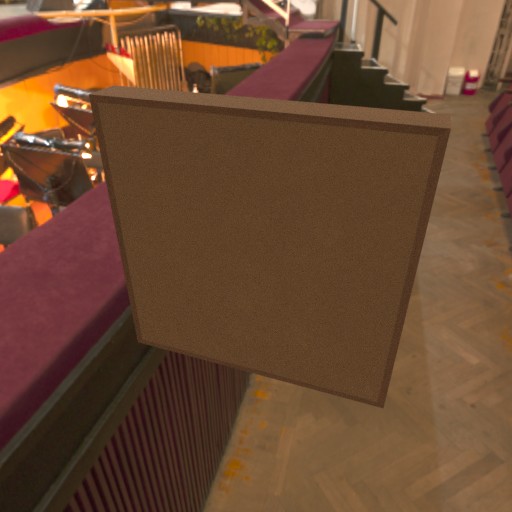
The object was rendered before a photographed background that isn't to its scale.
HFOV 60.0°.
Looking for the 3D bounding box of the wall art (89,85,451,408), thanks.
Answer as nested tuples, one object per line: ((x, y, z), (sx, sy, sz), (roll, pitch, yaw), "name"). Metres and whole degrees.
((0.000, 0.000, 0.452), (0.304, 0.303, 0.038), (11, 35, 16), "wall art")
